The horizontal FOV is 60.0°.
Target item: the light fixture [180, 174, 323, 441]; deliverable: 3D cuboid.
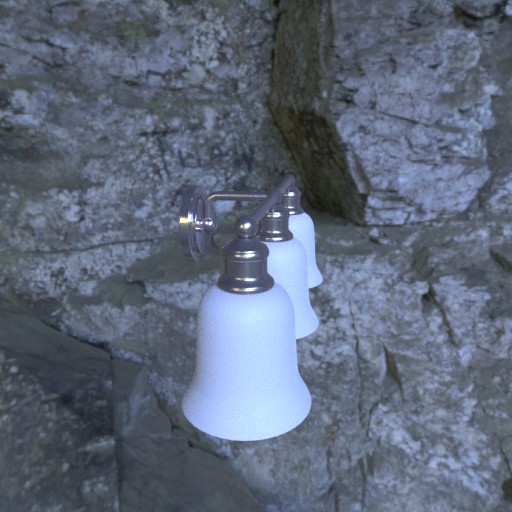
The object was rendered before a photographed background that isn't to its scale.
[{"bbox_3d":[0.000,0.000,0.677,0.198,0.211,0.570,3,16,10],"label":"light fixture"}]
